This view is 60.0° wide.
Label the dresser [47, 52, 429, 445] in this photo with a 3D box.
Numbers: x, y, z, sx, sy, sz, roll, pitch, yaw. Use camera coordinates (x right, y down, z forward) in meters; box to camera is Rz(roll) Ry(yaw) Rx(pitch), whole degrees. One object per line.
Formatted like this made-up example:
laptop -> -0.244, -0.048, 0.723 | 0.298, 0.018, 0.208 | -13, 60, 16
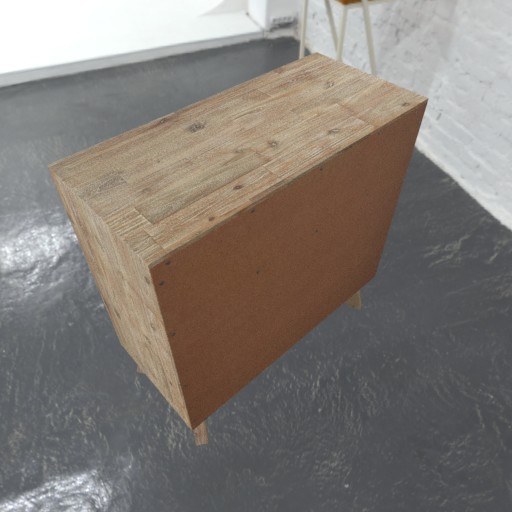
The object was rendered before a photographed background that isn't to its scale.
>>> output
dresser -> 0.000, 0.000, 1.596 | 0.998, 1.029, 0.455 | -34, 56, -27
